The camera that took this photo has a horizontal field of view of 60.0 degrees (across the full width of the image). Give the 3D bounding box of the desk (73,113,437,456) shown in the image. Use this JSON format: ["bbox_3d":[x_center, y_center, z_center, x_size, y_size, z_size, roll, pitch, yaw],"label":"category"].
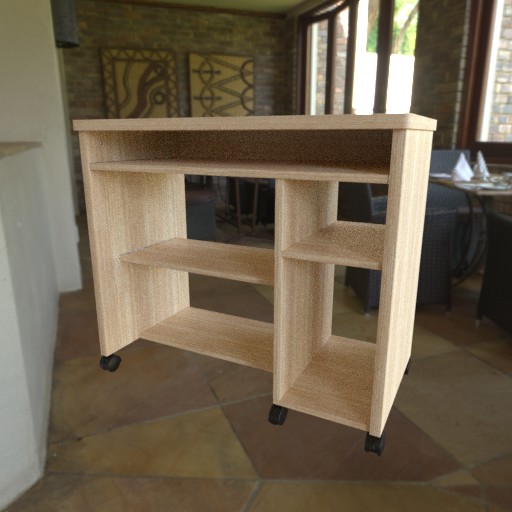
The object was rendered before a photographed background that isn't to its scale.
[{"bbox_3d":[0.000,0.000,1.314,0.884,0.770,0.480,8,17,26],"label":"desk"}]
